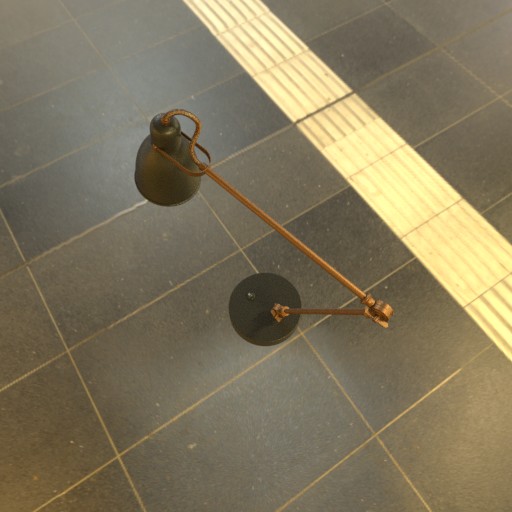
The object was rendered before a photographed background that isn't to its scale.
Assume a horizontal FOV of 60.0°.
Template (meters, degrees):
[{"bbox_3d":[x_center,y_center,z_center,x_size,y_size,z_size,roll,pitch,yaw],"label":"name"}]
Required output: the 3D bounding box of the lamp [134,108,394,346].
[{"bbox_3d":[0.000,0.000,0.900,0.561,0.587,0.187,34,69,15],"label":"lamp"}]
